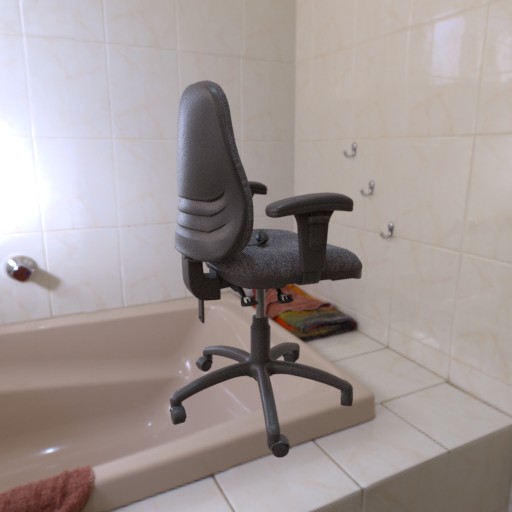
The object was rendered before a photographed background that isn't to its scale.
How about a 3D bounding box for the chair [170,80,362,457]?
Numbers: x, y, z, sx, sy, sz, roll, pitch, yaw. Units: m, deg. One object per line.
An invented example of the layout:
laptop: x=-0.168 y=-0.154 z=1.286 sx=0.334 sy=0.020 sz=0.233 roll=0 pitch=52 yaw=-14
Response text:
chair: x=0.000 y=0.000 z=1.256 sx=0.530 sy=0.910 sz=0.550 roll=-6 pitch=15 yaw=-24
